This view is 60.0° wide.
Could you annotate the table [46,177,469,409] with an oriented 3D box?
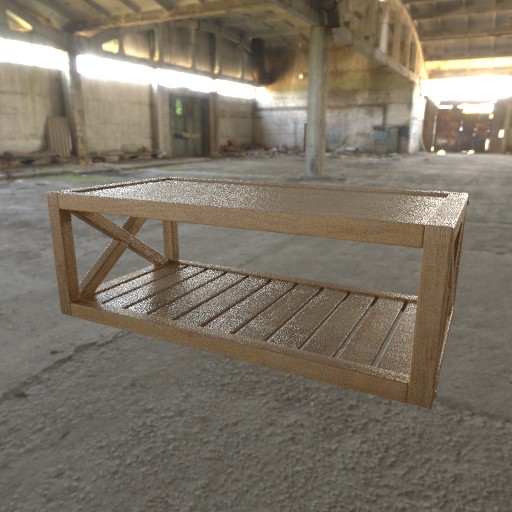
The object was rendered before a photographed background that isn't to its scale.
[{"bbox_3d":[0.000,0.000,1.596,1.321,0.457,0.660,8,17,26],"label":"table"}]
